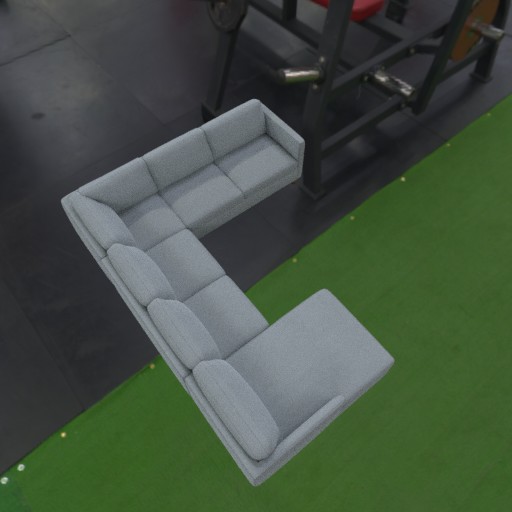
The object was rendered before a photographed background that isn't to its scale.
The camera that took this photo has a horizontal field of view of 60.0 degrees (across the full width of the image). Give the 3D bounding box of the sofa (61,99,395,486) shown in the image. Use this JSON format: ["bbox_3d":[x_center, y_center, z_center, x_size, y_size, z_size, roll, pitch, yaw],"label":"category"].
[{"bbox_3d":[0.000,0.000,4.411,2.551,0.853,3.238,-33,64,-19],"label":"sofa"}]
